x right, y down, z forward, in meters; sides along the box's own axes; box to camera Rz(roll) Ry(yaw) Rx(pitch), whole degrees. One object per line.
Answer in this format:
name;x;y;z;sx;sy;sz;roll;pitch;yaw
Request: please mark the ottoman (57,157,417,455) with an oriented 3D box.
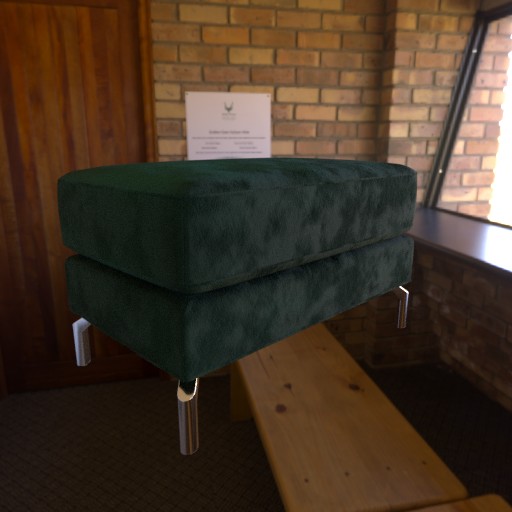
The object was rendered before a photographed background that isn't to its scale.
ottoman;0.000;0.000;1.246;0.886;0.533;0.536;-14;20;-43
